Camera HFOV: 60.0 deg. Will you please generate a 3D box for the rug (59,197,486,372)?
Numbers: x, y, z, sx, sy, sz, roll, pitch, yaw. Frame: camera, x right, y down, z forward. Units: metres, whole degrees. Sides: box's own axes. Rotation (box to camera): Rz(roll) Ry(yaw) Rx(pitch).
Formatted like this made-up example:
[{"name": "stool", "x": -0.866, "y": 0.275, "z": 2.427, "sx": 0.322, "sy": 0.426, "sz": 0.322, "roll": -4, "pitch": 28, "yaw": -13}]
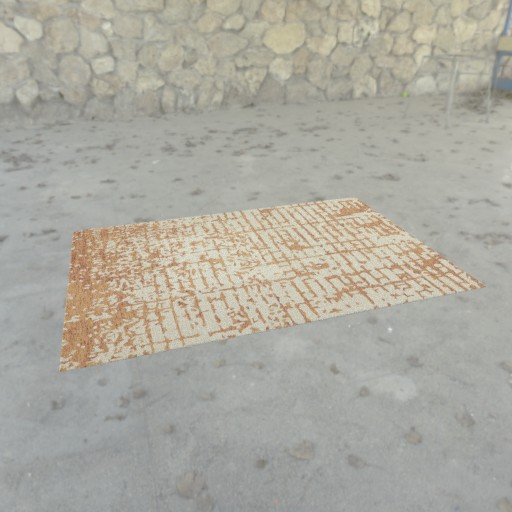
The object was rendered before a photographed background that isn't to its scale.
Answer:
[{"name": "rug", "x": 0.000, "y": 0.000, "z": 2.299, "sx": 1.829, "sy": 0.011, "sz": 1.219, "roll": -9, "pitch": 29, "yaw": -16}]
